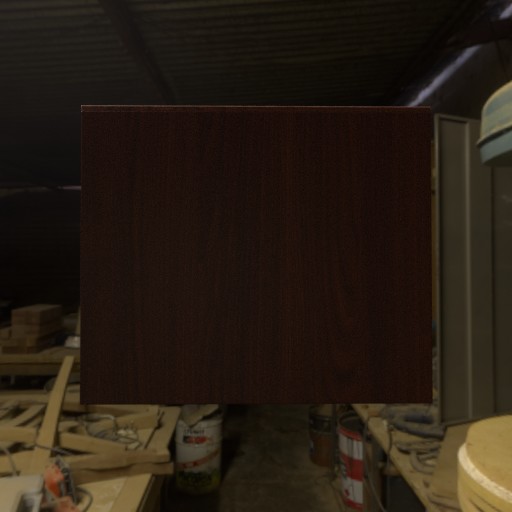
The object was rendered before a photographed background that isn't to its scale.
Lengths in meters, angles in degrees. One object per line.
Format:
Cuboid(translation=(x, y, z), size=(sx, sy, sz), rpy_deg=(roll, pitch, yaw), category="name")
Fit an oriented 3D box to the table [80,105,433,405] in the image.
Cuboid(translation=(0.000, 0.000, 1.361), size=(0.930, 0.790, 0.380), rpy_deg=(0, -1, -1), category="table")
